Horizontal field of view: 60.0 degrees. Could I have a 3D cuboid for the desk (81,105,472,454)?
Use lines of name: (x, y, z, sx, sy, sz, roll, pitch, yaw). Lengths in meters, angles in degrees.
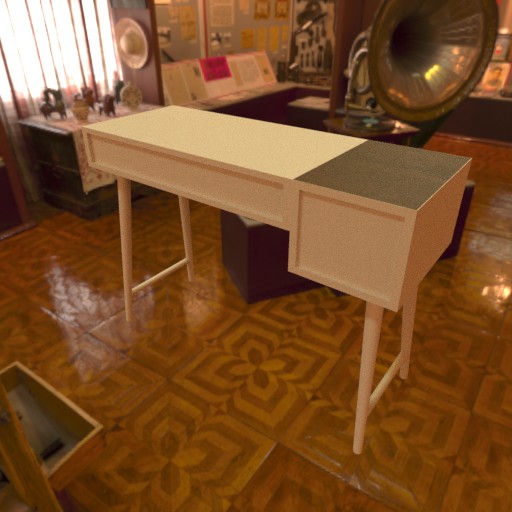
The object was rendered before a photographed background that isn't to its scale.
desk: (0.000, 0.000, 1.450, 1.069, 0.761, 0.409, 21, 36, 31)
